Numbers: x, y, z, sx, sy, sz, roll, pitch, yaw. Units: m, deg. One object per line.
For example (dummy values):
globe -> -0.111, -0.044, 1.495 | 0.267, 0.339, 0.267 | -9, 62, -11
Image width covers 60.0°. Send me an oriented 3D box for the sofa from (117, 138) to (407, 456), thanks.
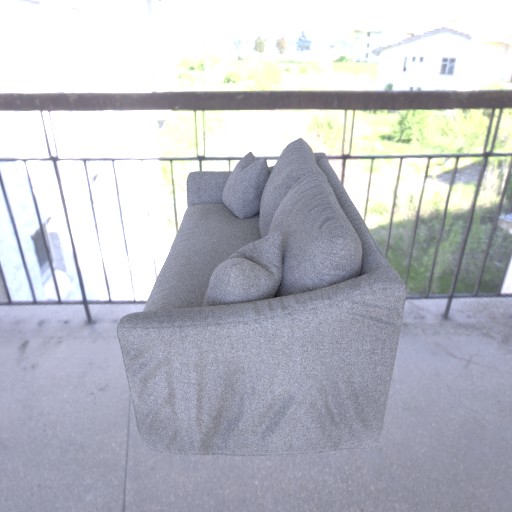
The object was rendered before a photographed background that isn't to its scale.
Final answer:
sofa -> 0.000, 0.000, 2.567 | 1.072, 1.018, 2.010 | 0, 26, 0
